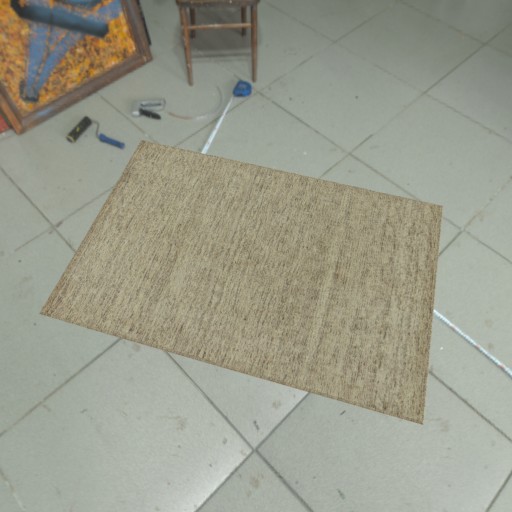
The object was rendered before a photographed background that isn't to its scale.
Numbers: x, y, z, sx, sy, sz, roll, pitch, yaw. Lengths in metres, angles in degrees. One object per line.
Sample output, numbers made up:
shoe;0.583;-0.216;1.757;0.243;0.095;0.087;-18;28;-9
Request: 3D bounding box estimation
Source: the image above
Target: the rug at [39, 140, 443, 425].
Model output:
rug;0.000;0.000;2.304;1.822;0.018;1.211;14;60;8
